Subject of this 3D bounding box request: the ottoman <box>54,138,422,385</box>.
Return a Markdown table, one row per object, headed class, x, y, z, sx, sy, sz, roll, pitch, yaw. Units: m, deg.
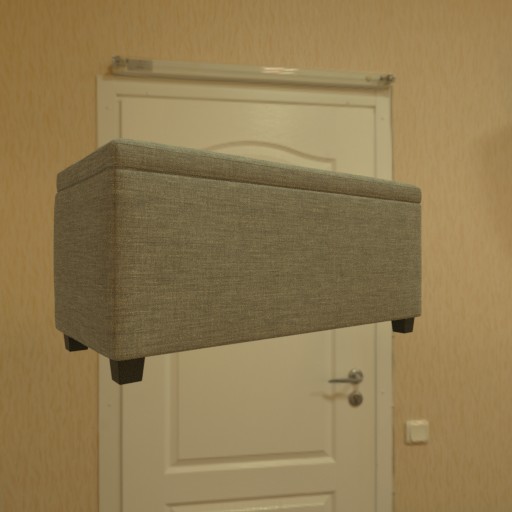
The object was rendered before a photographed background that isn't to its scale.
| class | x | y | z | sx | sy | sz | roll | pitch | yaw |
| --- | --- | --- | --- | --- | --- | --- | --- | --- | --- |
| ottoman | 0.000 | 0.000 | 1.141 | 0.902 | 0.432 | 0.419 | 0 | 0 | -37 |
